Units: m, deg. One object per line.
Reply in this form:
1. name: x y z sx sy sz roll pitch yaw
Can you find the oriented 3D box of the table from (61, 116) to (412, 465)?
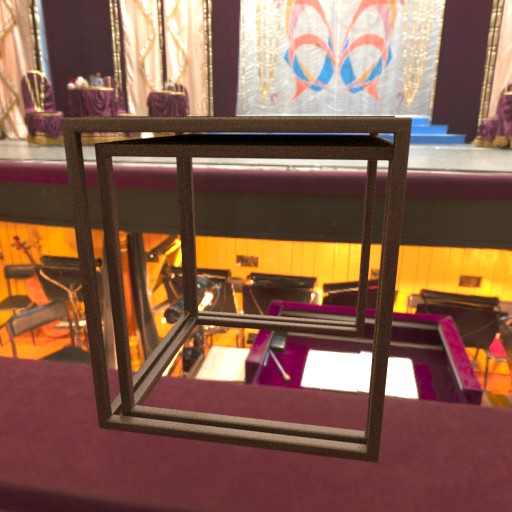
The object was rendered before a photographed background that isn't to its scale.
1. table: 0.000 0.000 0.836 0.449 0.500 0.450 3 17 10
